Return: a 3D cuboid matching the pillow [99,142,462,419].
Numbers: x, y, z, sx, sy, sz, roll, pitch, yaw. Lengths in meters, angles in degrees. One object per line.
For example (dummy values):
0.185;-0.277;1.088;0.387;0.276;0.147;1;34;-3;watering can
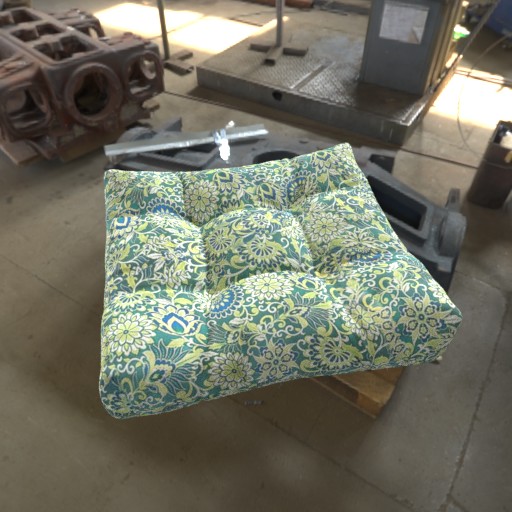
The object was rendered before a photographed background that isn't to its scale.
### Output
0.000;0.000;0.735;0.490;0.128;0.468;-9;46;-8;pillow
